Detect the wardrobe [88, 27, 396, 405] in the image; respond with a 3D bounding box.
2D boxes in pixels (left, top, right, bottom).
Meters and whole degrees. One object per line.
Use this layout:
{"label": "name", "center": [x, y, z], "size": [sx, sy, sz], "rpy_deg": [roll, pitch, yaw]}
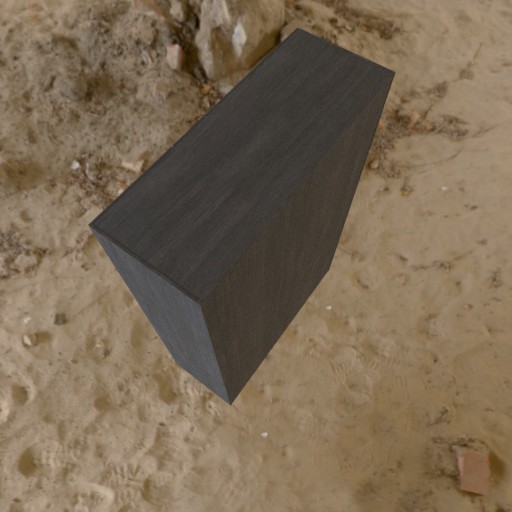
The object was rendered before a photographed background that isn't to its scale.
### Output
{"label": "wardrobe", "center": [0.000, 0.000, 2.533], "size": [0.510, 1.910, 1.290], "rpy_deg": [33, 67, 16]}
